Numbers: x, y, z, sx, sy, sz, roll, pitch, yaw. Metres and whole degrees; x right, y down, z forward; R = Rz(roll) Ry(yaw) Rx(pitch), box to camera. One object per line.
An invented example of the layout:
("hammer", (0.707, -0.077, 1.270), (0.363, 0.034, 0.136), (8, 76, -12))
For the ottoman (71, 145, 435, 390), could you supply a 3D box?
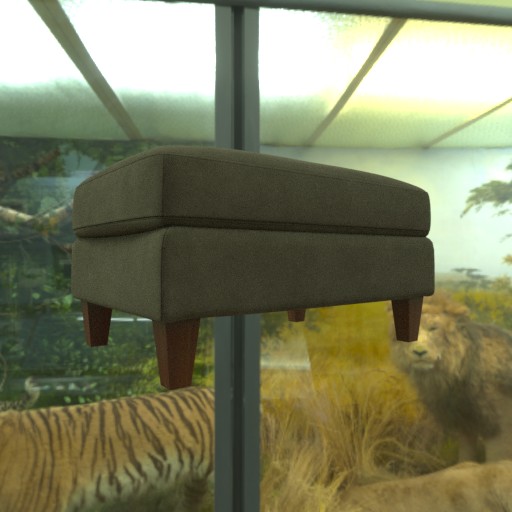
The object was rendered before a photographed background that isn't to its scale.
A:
("ottoman", (0.000, 0.000, 1.232), (0.864, 0.483, 0.584), (0, 0, -37))
